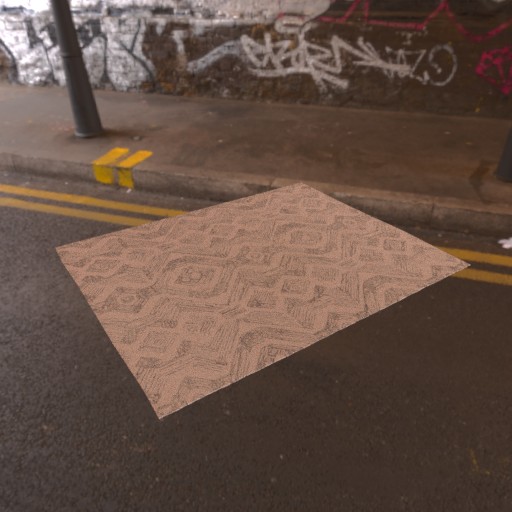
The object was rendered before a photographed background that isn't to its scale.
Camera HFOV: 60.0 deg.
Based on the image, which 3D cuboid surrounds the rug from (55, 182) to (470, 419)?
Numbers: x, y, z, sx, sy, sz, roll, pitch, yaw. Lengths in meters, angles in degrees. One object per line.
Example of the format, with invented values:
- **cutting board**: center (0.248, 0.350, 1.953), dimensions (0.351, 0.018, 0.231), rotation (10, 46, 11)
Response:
- **rug**: center (0.000, 0.000, 4.140), dimensions (3.054, 0.030, 2.430), rotation (-19, 36, -29)
